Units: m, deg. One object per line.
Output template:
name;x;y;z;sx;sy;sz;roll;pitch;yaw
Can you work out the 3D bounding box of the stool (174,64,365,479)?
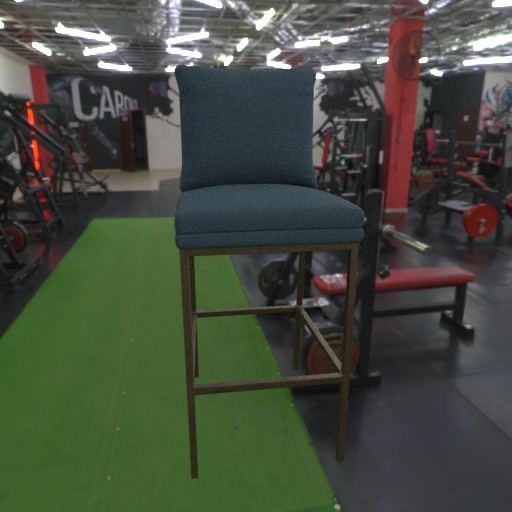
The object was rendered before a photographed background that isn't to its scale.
stool;0.000;0.000;1.364;0.463;1.124;0.568;-2;17;-8
